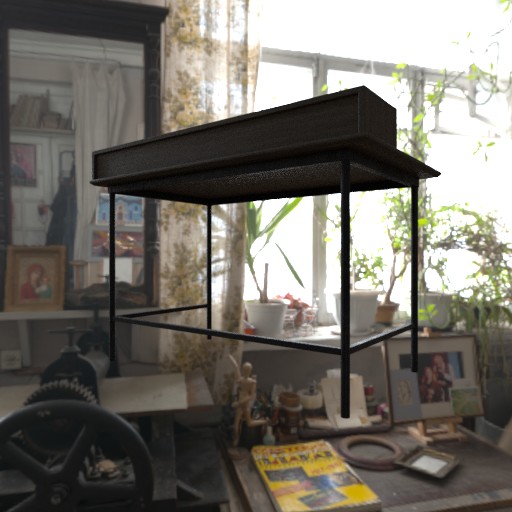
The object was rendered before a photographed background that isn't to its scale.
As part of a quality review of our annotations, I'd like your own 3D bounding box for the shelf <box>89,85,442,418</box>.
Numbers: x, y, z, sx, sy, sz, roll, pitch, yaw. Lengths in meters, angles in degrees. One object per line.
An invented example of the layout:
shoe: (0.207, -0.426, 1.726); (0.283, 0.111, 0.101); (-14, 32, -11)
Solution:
shelf: (0.000, 0.000, 1.743); (1.212, 0.865, 0.685); (0, 0, 37)
